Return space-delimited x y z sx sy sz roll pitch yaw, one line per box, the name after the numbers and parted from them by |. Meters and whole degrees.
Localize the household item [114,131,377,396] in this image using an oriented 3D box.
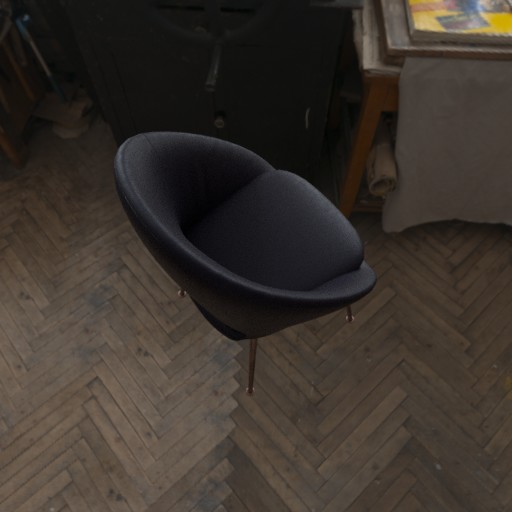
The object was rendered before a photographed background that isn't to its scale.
0.000 0.000 1.269 0.573 0.852 0.623 -32 64 -17 | household item
